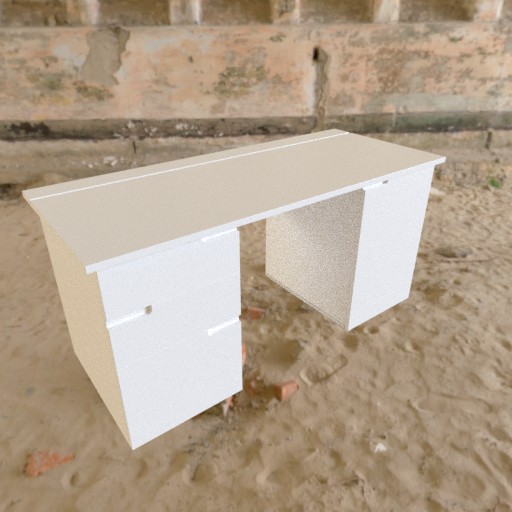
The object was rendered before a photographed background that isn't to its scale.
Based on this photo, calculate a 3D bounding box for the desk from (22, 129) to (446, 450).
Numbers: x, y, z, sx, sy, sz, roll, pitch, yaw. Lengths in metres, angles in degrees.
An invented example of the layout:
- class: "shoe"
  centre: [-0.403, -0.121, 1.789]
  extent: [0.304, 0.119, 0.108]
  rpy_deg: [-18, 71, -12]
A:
- class: "desk"
  centre: [0.000, 0.000, 1.941]
  extent: [1.580, 0.760, 0.670]
  rpy_deg: [-20, 35, -32]
